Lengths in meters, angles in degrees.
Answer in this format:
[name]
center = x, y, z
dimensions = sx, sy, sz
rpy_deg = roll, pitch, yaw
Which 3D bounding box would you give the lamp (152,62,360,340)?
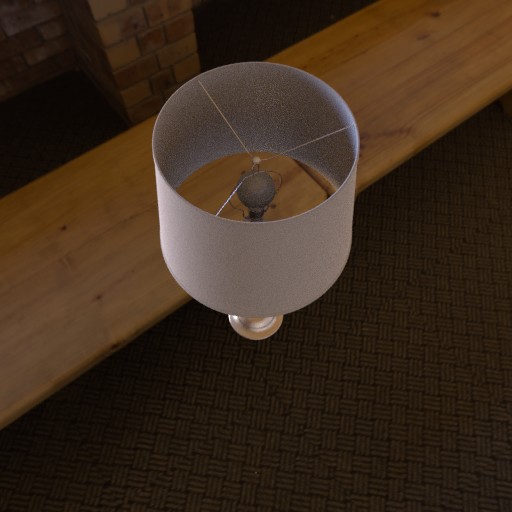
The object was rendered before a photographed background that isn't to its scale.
[lamp]
center = 0.000, 0.000, 0.873
dimensions = 0.331, 0.698, 0.331
rpy_deg = 0, 64, 0
